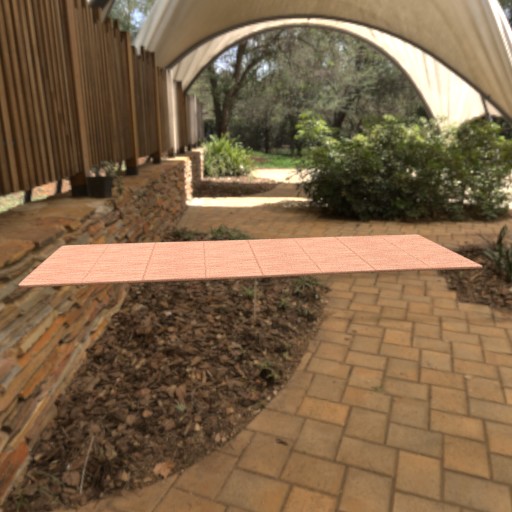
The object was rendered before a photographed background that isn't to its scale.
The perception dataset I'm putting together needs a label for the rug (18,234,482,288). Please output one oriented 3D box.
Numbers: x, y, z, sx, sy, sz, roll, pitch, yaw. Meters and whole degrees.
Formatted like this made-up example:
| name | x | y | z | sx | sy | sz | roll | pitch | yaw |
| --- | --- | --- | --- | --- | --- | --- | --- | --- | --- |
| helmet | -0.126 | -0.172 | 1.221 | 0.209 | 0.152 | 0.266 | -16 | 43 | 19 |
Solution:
| name | x | y | z | sx | sy | sz | roll | pitch | yaw |
| --- | --- | --- | --- | --- | --- | --- | --- | --- | --- |
| rug | 0.000 | 0.000 | 2.649 | 2.435 | 0.015 | 0.760 | -2 | 16 | -7 |
